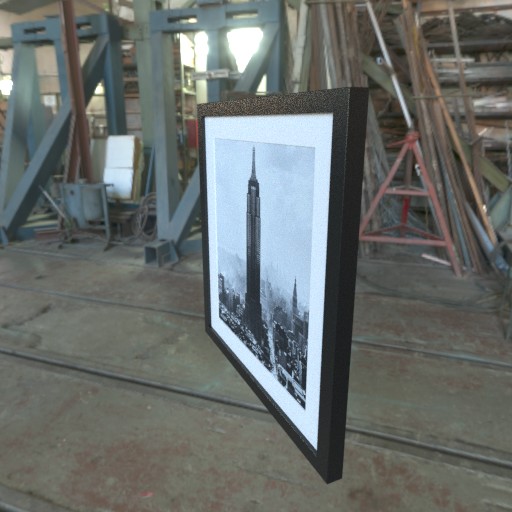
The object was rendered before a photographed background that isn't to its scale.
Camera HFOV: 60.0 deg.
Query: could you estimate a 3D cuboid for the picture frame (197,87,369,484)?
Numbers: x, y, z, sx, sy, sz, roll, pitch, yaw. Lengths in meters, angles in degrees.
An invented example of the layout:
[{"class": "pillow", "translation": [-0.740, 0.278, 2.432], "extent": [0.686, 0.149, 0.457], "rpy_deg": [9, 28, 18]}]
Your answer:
[{"class": "picture frame", "translation": [0.000, 0.000, 0.830], "extent": [0.029, 0.557, 0.559], "rpy_deg": [-8, 18, -24]}]
